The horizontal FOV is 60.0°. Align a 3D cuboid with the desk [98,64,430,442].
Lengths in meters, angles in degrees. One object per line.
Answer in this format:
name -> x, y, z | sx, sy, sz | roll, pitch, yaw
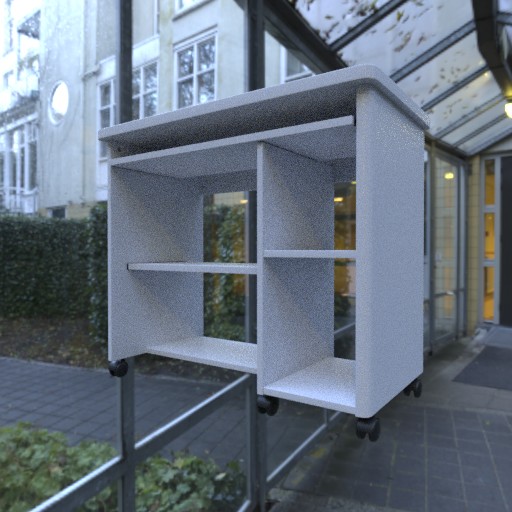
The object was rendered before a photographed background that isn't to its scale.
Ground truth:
desk -> 0.000, 0.000, 1.301 | 0.877, 0.763, 0.475 | 1, 1, 35
